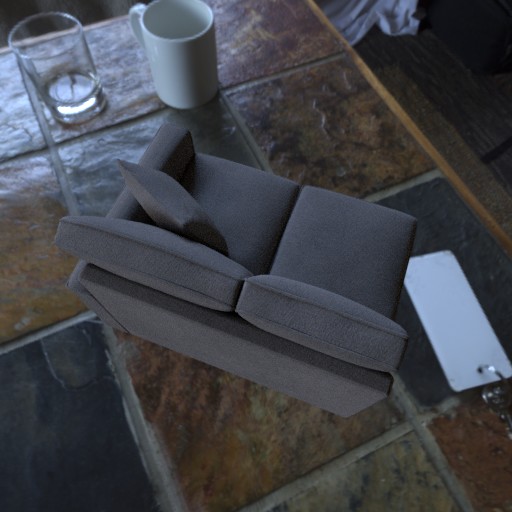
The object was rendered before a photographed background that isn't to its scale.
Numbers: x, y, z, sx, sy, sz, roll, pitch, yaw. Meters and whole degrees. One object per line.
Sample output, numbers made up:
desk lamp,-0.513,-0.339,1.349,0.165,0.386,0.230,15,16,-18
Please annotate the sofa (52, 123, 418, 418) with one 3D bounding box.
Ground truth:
sofa,0.000,0.000,2.103,1.388,0.989,0.991,19,66,9
